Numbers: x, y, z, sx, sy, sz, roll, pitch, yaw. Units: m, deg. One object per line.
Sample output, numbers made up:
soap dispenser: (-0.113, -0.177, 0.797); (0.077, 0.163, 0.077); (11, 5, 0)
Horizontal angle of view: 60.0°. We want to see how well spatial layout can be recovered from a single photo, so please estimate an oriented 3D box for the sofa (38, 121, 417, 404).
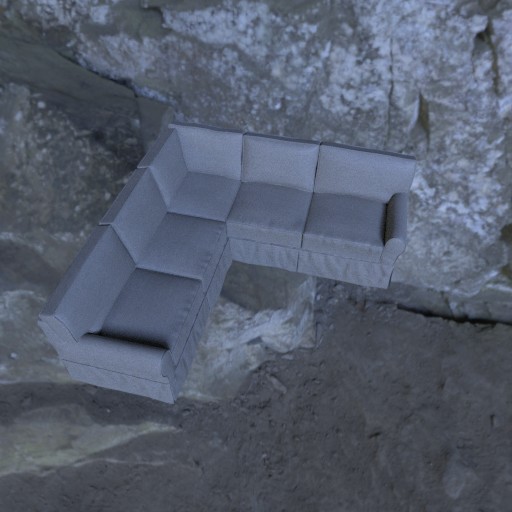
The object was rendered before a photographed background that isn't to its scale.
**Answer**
sofa: (0.000, 0.000, 4.001); (2.623, 1.081, 2.618); (10, 49, 9)
